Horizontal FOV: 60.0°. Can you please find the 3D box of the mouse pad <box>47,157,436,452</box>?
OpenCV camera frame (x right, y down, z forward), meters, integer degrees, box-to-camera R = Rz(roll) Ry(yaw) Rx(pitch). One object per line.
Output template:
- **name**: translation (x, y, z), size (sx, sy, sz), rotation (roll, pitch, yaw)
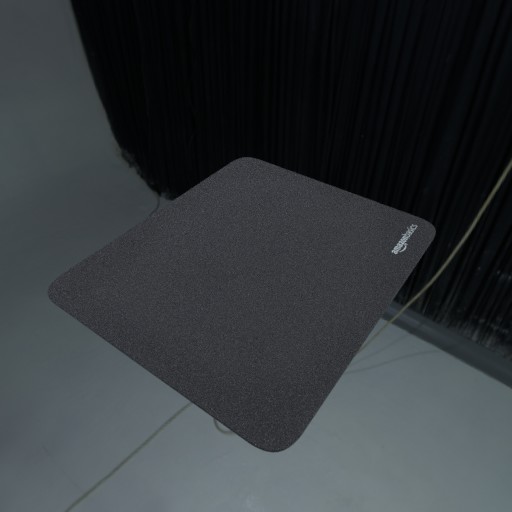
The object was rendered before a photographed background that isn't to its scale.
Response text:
- **mouse pad**: translation (0.000, 0.000, 0.443), size (0.269, 0.002, 0.315), rotation (26, 48, 26)
